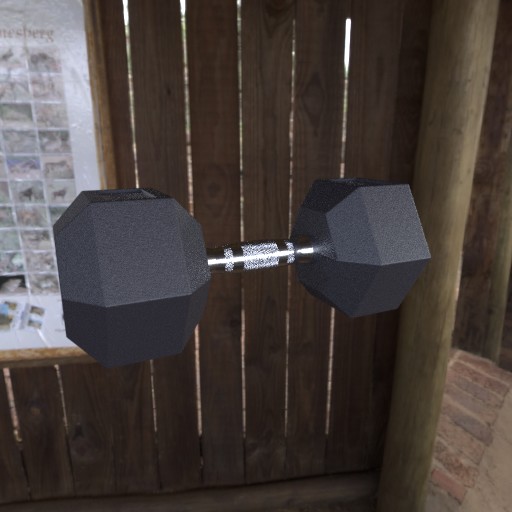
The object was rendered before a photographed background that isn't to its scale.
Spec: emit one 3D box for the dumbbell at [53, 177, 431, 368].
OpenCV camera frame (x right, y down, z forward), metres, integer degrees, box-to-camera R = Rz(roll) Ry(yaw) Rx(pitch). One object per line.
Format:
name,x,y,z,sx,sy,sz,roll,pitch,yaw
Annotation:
dumbbell,0.000,0.000,0.442,0.361,0.137,0.157,-7,17,-24
